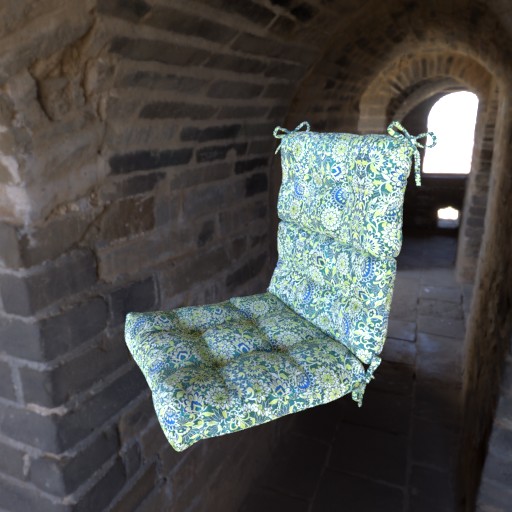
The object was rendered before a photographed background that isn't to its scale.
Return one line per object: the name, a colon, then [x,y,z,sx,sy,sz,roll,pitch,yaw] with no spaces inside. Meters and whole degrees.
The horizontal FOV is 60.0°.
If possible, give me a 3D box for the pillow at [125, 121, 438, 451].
pillow: [0.000,0.000,1.036,0.571,0.605,0.519,-8,19,-24]
